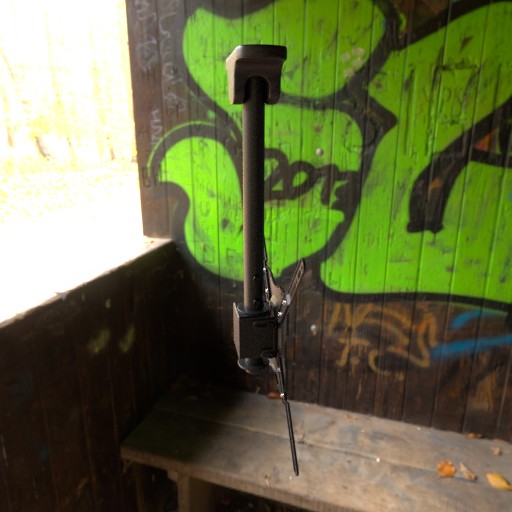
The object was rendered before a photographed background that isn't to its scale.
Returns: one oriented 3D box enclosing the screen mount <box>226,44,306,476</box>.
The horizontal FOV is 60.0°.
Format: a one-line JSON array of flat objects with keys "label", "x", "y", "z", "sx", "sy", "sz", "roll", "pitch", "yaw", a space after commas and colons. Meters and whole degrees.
[{"label": "screen mount", "x": 0.000, "y": 0.000, "z": 0.872, "sx": 0.090, "sy": 0.729, "sz": 0.393, "roll": -3, "pitch": 17, "yaw": -9}]
